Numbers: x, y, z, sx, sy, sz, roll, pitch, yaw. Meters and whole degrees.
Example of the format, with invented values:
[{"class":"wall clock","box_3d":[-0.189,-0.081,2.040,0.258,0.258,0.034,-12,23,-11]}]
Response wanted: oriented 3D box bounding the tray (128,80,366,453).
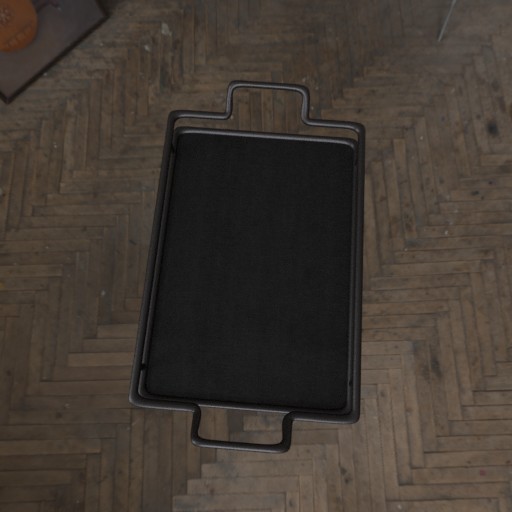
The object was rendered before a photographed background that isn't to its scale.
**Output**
[{"class":"tray","box_3d":[0.000,0.000,0.623,0.297,0.101,0.495,4,76,1]}]
